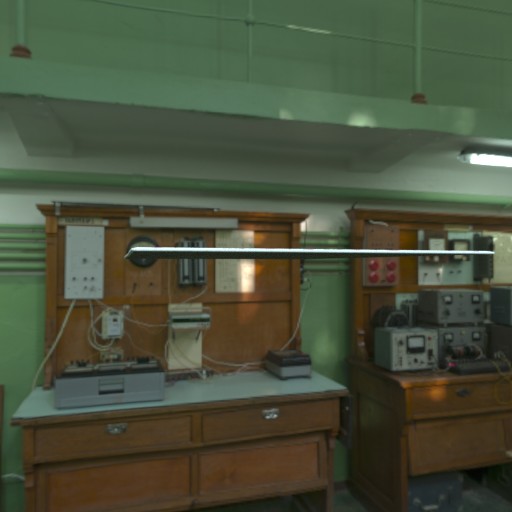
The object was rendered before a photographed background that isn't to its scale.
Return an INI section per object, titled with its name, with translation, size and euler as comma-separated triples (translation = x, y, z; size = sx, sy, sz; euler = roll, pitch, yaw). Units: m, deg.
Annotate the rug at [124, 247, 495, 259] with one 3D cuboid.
[rug]
translation = 0.000, 0.000, 2.834
size = 1.598, 0.014, 2.202
euler = 0, -1, -17
